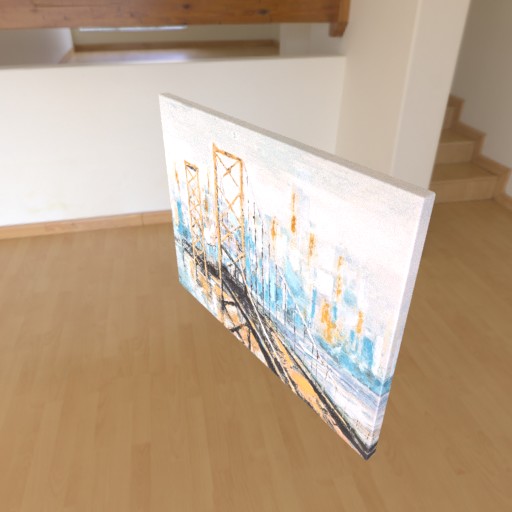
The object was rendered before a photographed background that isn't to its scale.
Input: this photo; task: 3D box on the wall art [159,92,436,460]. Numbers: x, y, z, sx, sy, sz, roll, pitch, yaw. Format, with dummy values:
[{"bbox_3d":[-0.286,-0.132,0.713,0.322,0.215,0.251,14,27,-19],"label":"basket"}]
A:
[{"bbox_3d":[0.000,0.000,1.322,0.038,0.762,1.016,-22,38,-31],"label":"wall art"}]
